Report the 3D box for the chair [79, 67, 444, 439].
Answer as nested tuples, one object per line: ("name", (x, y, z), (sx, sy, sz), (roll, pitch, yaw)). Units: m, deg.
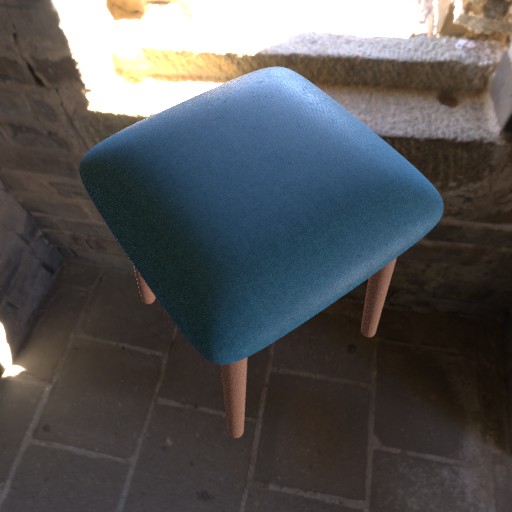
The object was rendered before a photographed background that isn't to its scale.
("chair", (0.000, 0.000, 0.703), (0.360, 0.450, 0.360), (-31, 63, -18))
